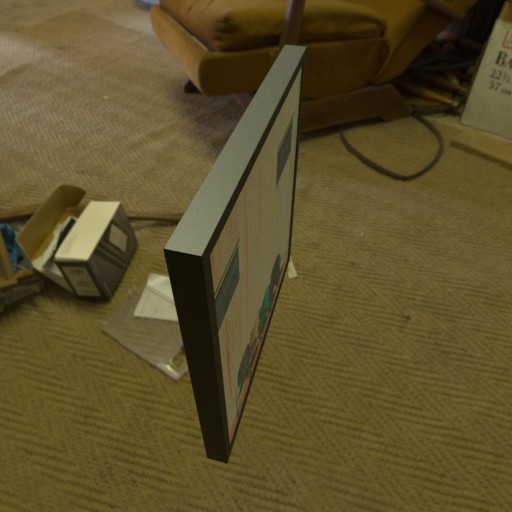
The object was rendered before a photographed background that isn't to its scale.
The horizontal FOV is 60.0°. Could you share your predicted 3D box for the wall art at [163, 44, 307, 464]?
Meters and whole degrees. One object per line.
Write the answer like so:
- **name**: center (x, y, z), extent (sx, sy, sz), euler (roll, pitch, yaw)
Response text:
- **wall art**: center (0.000, 0.000, 0.750), extent (0.037, 0.506, 0.506), euler (11, 47, 11)
